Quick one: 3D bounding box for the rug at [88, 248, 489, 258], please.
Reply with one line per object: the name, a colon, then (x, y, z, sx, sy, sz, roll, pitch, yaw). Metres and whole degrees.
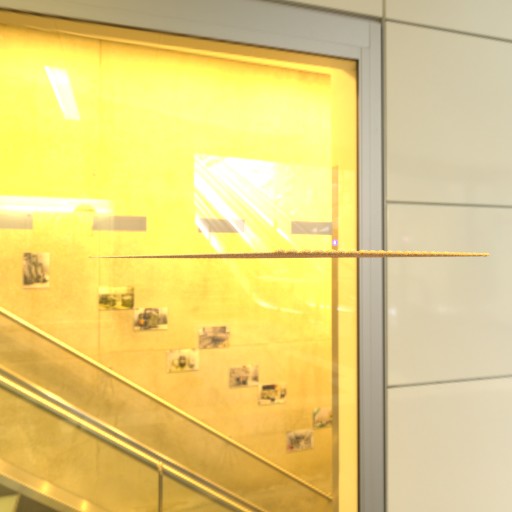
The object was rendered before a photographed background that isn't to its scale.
rug: (0.000, 0.000, 3.022, 1.556, 0.022, 2.433, 1, -1, -36)
